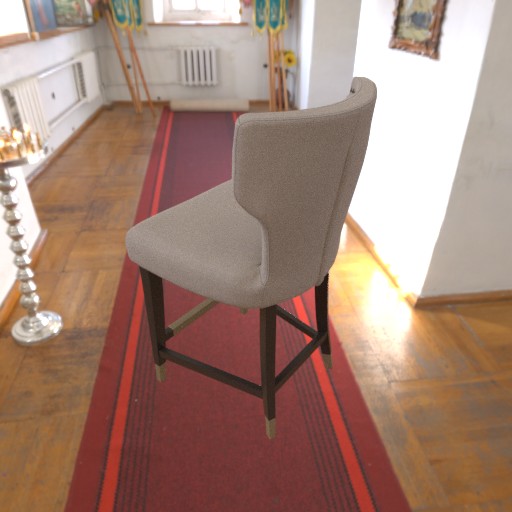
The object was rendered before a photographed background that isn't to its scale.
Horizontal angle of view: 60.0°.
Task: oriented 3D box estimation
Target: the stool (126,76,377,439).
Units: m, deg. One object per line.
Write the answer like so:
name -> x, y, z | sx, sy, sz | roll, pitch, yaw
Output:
stool -> 0.000, 0.000, 1.329 | 0.563, 0.982, 0.527 | 22, 38, 31
